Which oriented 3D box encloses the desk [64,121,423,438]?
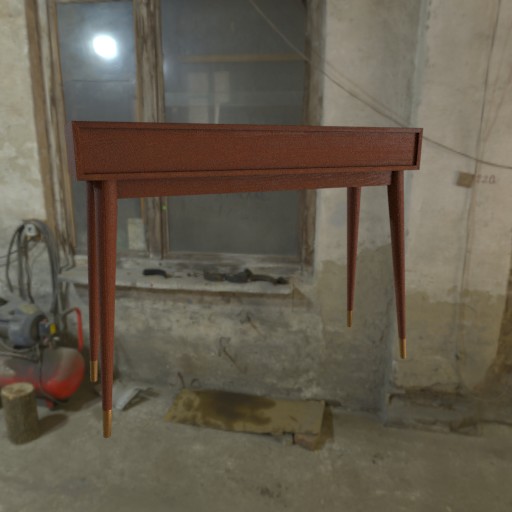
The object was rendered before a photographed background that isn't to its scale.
[{"bbox_3d":[0.000,0.000,1.639,1.204,0.917,0.384,-7,16,-25],"label":"desk"}]
